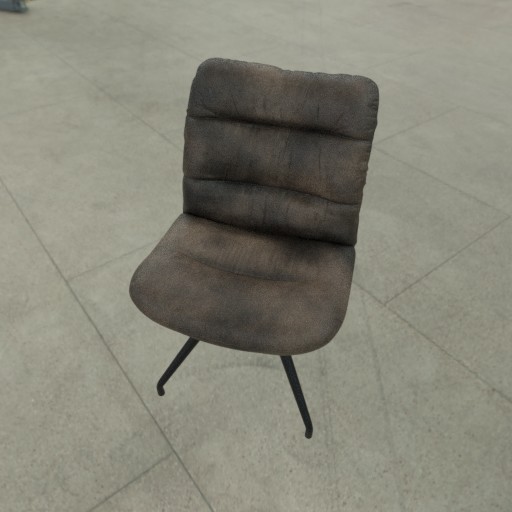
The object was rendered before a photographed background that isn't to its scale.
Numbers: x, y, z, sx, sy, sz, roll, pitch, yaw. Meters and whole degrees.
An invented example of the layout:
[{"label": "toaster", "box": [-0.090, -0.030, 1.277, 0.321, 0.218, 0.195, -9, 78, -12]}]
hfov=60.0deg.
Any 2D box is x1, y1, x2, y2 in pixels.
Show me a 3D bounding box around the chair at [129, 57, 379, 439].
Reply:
[{"label": "chair", "box": [0.000, 0.000, 1.252, 0.549, 0.870, 0.622, 11, 43, 12]}]
